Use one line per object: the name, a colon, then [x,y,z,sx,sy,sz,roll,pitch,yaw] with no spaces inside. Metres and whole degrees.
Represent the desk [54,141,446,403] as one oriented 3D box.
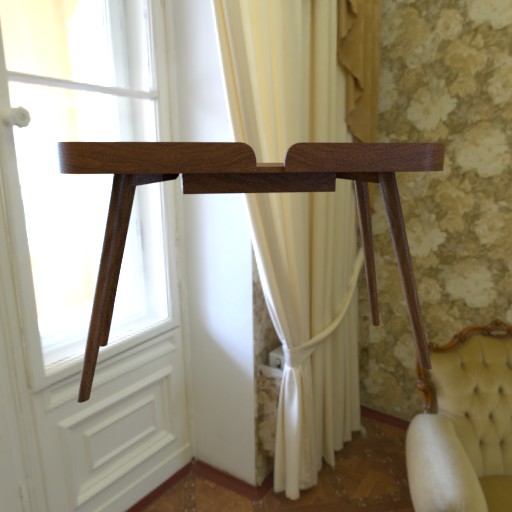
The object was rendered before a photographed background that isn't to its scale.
desk: [0.000,0.000,1.630,1.256,0.800,0.486,-2,13,-10]
